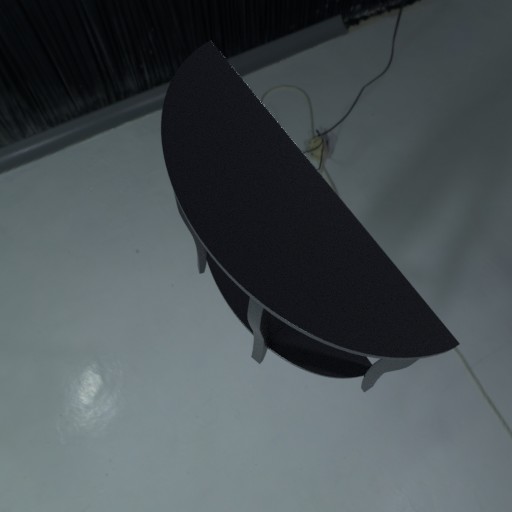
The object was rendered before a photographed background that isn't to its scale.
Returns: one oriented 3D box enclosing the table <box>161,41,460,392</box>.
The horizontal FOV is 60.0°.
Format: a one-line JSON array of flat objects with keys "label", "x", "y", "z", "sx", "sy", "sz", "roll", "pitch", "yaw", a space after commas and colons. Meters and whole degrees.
[{"label": "table", "x": 0.000, "y": 0.000, "z": 1.588, "sx": 0.394, "sy": 0.780, "sz": 1.219, "roll": -29, "pitch": 68, "yaw": -13}]
